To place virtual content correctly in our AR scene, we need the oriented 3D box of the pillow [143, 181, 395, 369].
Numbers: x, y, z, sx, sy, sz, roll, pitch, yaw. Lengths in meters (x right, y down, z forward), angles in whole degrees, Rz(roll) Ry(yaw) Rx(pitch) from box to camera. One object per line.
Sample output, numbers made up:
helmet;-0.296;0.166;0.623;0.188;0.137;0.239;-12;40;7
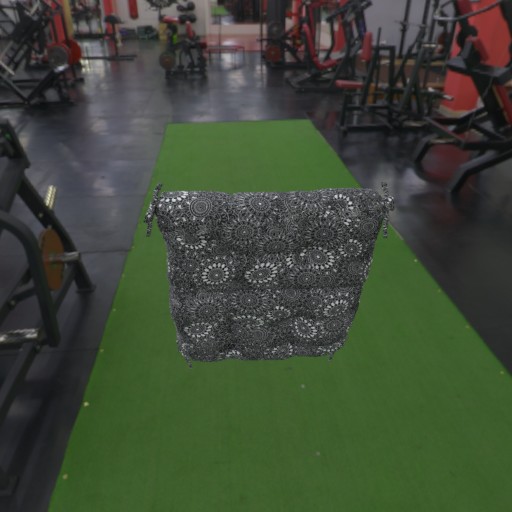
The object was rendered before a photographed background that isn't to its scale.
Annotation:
pillow;0.000;0.000;1.497;0.526;0.863;1.016;-1;31;-3
